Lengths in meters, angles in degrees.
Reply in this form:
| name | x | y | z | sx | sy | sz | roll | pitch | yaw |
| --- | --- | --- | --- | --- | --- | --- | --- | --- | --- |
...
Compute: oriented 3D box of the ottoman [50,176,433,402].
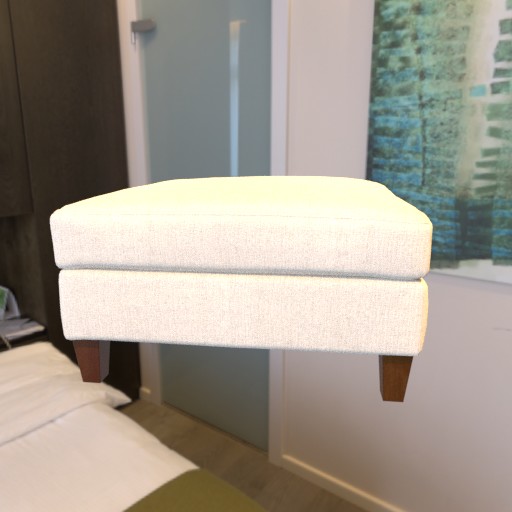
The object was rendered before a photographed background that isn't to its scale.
| name | x | y | z | sx | sy | sz | roll | pitch | yaw |
| --- | --- | --- | --- | --- | --- | --- | --- | --- | --- |
| ottoman | 0.000 | 0.000 | 1.354 | 0.838 | 0.478 | 0.838 | 2 | 14 | 7 |
